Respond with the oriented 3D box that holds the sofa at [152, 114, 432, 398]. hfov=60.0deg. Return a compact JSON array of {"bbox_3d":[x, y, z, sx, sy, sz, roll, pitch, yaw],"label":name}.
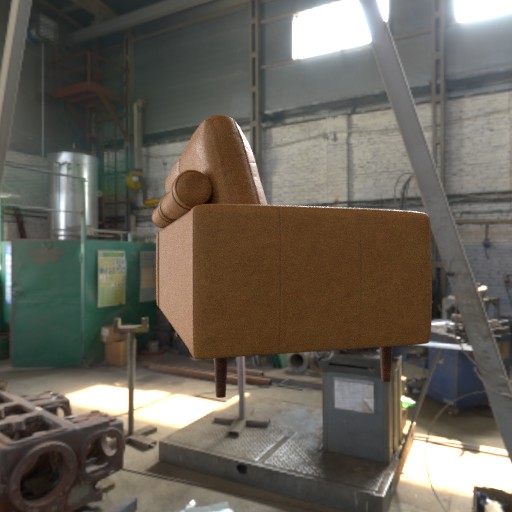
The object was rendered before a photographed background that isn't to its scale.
[{"bbox_3d":[0.000,0.000,2.025,0.868,0.898,1.430,0,0,-17],"label":"sofa"}]
